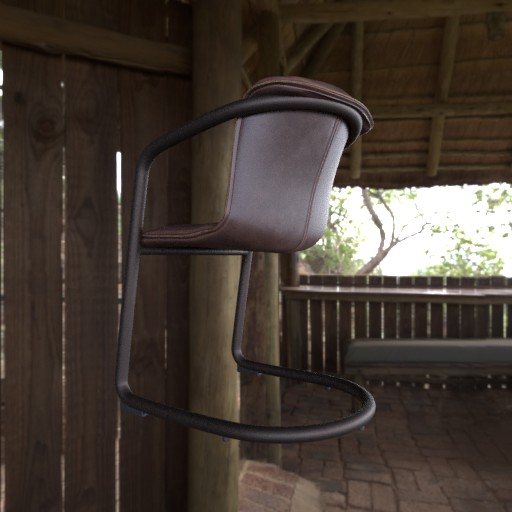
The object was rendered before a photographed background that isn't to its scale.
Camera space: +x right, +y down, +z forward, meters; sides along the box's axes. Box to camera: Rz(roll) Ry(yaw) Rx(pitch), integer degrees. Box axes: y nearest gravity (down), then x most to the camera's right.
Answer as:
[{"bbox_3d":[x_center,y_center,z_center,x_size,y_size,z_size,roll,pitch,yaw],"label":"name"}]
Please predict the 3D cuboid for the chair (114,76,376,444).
[{"bbox_3d":[0.000,0.000,1.257,0.664,0.836,0.536,0,0,37],"label":"chair"}]
